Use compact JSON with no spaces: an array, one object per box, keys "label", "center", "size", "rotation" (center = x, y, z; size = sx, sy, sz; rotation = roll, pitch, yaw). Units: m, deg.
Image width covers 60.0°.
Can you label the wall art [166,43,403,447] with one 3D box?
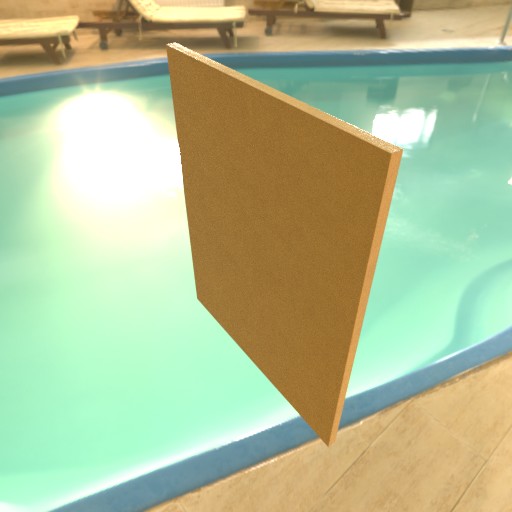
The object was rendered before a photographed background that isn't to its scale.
[{"label":"wall art","center":[0.000,0.000,1.309],"size":[0.030,1.002,0.798],"rotation":[-25,46,-27]}]
